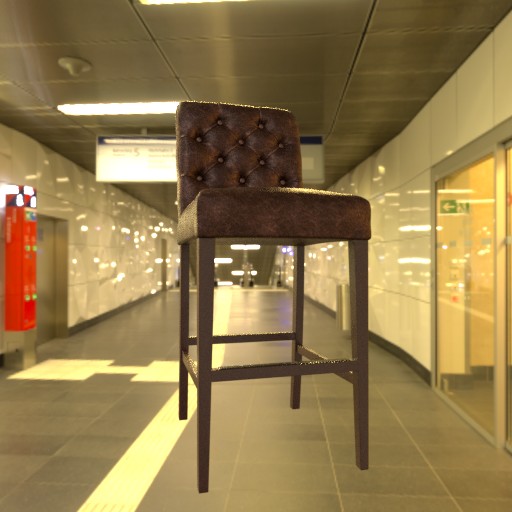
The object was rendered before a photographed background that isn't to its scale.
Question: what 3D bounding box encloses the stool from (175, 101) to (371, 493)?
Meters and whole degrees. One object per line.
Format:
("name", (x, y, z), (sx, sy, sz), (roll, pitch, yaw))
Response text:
("stool", (0.000, 0.000, 1.451), (0.483, 1.168, 0.659), (0, 0, -16))
